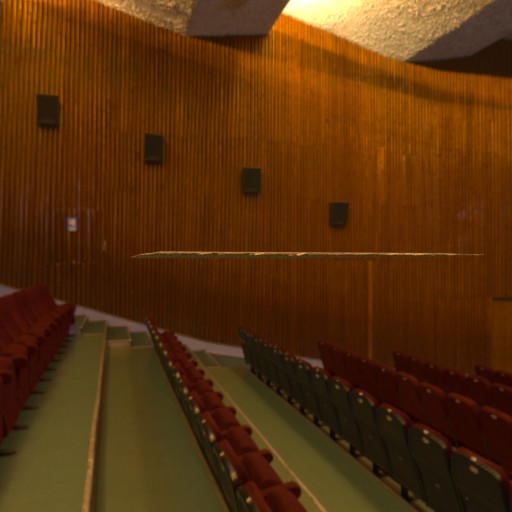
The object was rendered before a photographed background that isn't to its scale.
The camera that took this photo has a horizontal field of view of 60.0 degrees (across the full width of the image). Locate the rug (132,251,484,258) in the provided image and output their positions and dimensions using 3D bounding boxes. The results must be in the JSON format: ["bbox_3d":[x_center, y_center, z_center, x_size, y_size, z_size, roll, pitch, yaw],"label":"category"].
[{"bbox_3d":[0.000,0.000,3.122,1.619,0.023,2.465,0,-1,-18],"label":"rug"}]
